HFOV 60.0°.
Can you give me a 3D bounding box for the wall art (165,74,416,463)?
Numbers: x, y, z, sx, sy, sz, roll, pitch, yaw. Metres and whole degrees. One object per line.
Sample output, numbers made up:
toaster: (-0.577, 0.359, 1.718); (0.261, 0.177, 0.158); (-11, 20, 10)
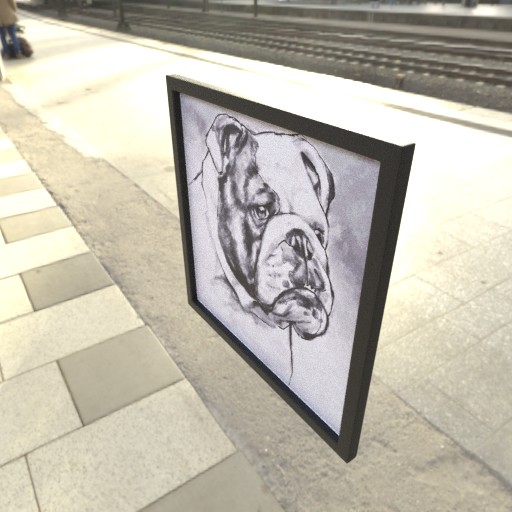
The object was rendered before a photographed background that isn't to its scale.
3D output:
wall art: (0.000, 0.000, 0.665); (0.022, 0.453, 0.456); (-21, 37, -30)
